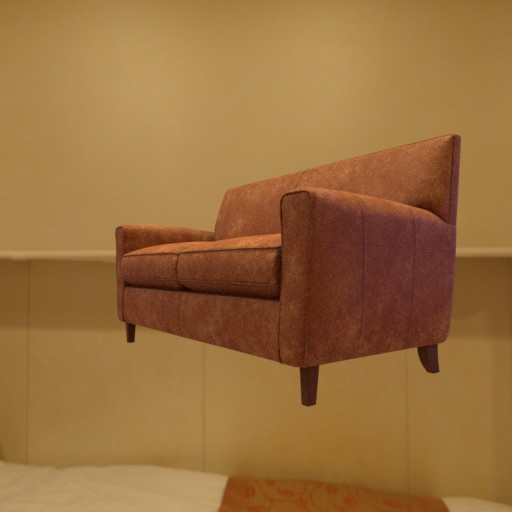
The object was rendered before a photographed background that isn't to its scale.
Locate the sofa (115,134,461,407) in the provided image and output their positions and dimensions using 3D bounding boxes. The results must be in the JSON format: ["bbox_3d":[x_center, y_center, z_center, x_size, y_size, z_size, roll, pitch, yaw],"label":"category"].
[{"bbox_3d":[0.000,0.000,1.961,0.787,0.871,1.473,1,-2,-37],"label":"sofa"}]
